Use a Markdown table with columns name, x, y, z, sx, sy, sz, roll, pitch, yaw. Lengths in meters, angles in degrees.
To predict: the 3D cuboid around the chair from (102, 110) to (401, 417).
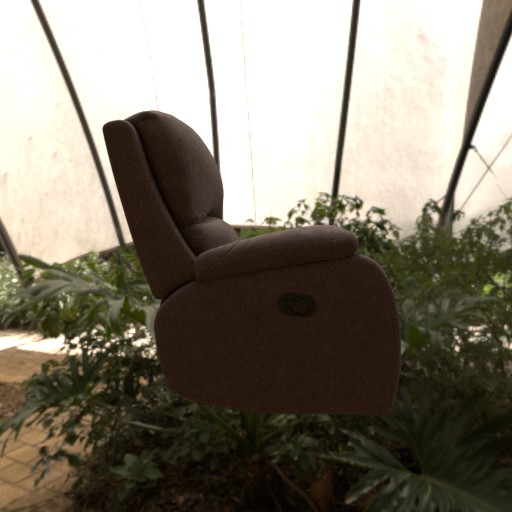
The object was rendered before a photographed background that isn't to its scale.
| name | x | y | z | sx | sy | sz | roll | pitch | yaw |
| --- | --- | --- | --- | --- | --- | --- | --- | --- | --- |
| chair | 0.000 | 0.000 | 1.733 | 0.899 | 1.011 | 0.930 | 0 | 1 | 1 |
